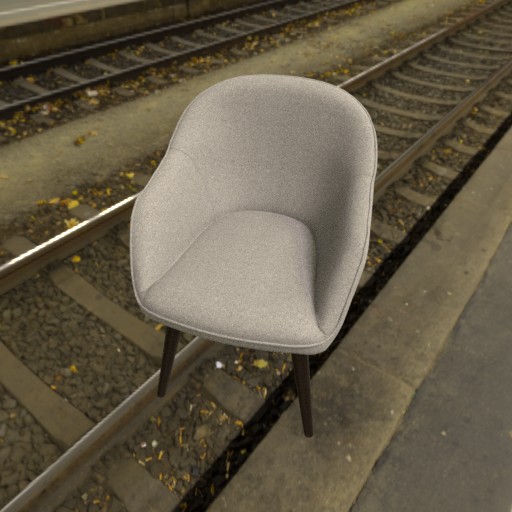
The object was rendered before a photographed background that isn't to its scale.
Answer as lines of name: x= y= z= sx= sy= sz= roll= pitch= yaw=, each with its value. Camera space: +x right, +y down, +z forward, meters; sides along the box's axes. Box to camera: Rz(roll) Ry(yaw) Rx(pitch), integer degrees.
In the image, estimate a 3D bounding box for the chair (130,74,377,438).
chair: x=0.000 y=0.000 z=1.248 sx=0.589 sy=0.810 sz=0.611 roll=10 pitch=40 yaw=13
